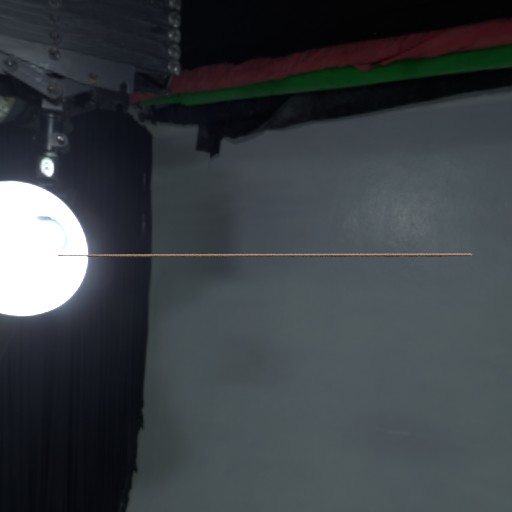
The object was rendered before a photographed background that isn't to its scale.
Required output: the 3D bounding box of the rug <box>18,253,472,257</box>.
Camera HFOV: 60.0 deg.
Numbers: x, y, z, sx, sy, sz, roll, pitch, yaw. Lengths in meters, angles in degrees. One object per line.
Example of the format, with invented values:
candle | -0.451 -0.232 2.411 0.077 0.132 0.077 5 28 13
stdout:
rug | 0.000 0.000 2.269 1.829 0.008 1.219 0 0 17
